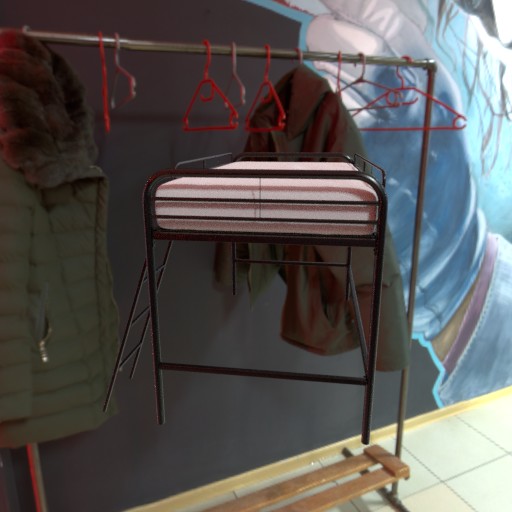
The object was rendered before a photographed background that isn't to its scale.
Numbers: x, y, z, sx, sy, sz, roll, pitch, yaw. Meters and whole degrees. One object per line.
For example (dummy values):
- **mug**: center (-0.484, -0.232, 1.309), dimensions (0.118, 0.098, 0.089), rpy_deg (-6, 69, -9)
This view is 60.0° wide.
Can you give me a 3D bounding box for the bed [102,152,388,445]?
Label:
- **bed**: center (0.000, 0.000, 2.979), dimensions (1.393, 1.289, 1.968), rpy_deg (2, 15, 8)
